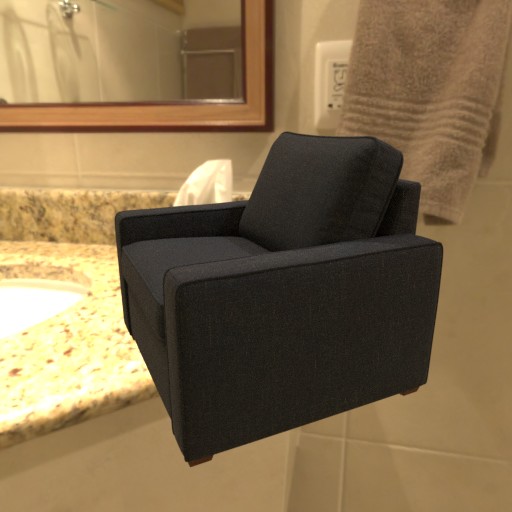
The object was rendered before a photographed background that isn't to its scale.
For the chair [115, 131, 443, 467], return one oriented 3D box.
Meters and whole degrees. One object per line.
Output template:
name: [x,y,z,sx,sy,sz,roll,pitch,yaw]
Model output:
chair: [0.000,0.000,1.735,0.940,0.919,1.017,-8,19,-24]
